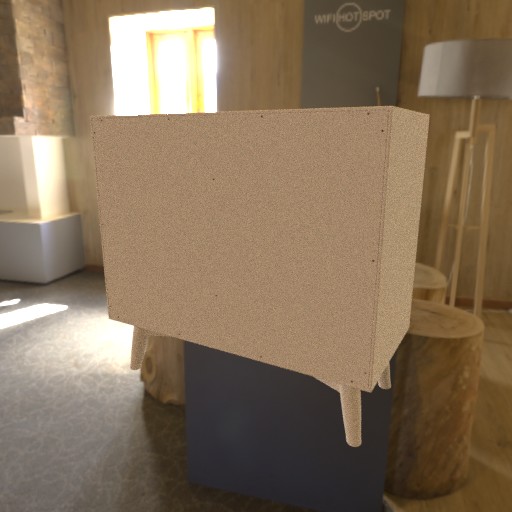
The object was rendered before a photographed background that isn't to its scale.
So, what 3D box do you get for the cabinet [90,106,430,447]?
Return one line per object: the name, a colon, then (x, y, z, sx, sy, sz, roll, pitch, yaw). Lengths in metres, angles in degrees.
cabinet: (0.000, 0.000, 1.258, 0.800, 0.761, 0.398, 9, 17, 29)
